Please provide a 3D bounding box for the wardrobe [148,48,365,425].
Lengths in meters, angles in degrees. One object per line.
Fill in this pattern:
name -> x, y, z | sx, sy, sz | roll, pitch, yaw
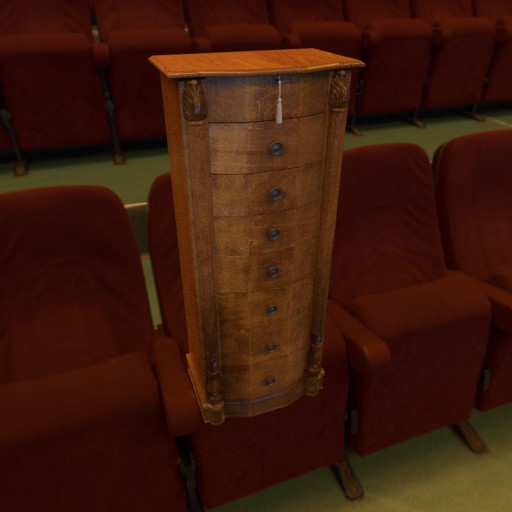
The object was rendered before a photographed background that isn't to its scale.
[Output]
wardrobe -> 0.000, 0.000, 1.173 | 0.406, 0.959, 0.273 | -11, 33, -17
